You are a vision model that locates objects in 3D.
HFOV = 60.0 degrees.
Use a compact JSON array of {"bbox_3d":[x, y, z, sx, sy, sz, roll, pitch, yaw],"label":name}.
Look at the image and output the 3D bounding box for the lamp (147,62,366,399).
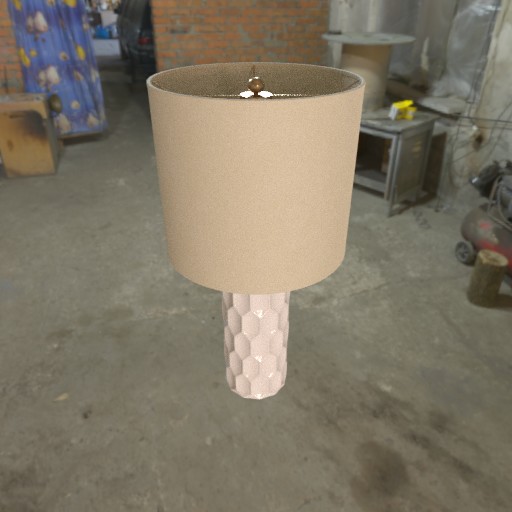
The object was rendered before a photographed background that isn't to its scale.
[{"bbox_3d":[0.000,0.000,0.709,0.277,0.537,0.277,21,37,31],"label":"lamp"}]
